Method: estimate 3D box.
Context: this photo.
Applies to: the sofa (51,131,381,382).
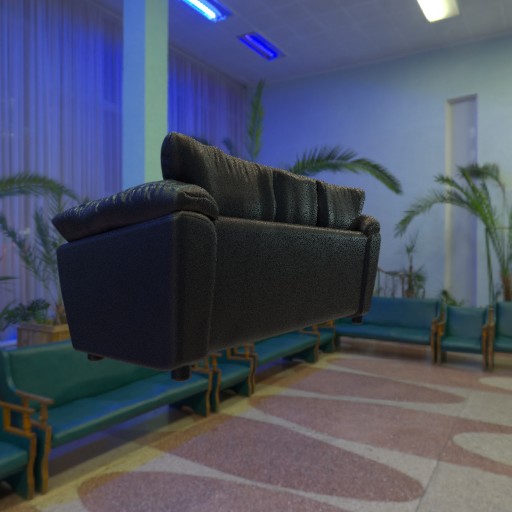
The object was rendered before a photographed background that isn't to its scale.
[{"bbox_3d":[0.000,0.000,2.872,0.880,1.073,2.336,0,0,36],"label":"sofa"}]
